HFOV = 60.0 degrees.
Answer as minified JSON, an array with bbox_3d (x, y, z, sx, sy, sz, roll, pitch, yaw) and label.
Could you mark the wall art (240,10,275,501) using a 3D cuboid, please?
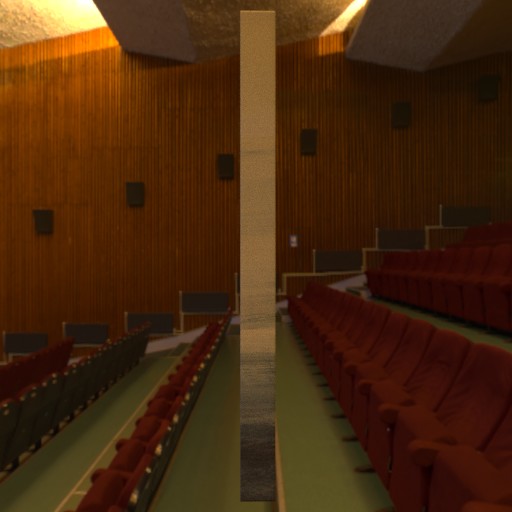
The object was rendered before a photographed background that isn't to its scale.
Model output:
[{"bbox_3d":[0.000,0.000,0.679,0.037,0.511,0.435,0,0,-1],"label":"wall art"}]
